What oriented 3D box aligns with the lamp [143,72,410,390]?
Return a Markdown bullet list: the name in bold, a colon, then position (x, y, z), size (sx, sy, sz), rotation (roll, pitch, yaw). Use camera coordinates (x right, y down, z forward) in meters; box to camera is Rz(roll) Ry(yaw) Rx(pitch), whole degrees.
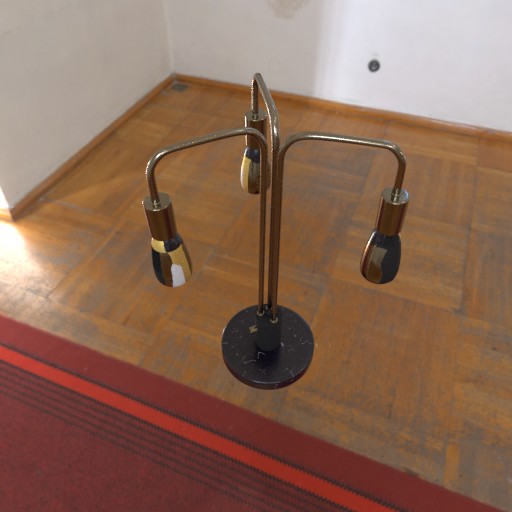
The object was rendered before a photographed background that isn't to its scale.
- **lamp**: position (0.000, 0.000, 0.809), size (0.368, 0.560, 0.355), rotation (-17, 49, -16)
